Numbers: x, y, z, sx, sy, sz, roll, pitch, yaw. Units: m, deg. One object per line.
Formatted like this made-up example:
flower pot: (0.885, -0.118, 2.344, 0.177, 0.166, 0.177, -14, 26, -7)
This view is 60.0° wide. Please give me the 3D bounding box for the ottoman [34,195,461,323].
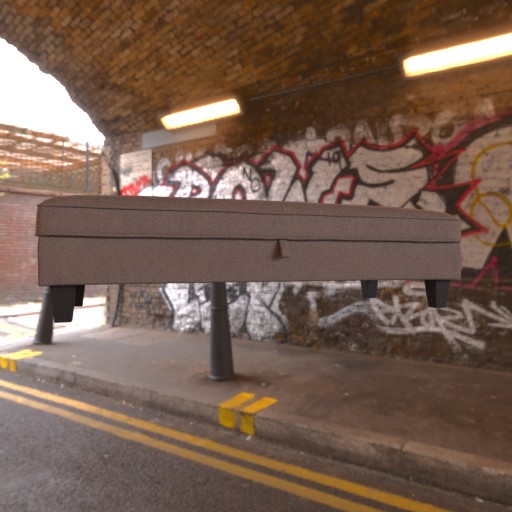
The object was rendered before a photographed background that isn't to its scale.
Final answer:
ottoman: (0.000, 0.000, 2.044, 1.764, 0.470, 0.751, 0, -1, -18)
